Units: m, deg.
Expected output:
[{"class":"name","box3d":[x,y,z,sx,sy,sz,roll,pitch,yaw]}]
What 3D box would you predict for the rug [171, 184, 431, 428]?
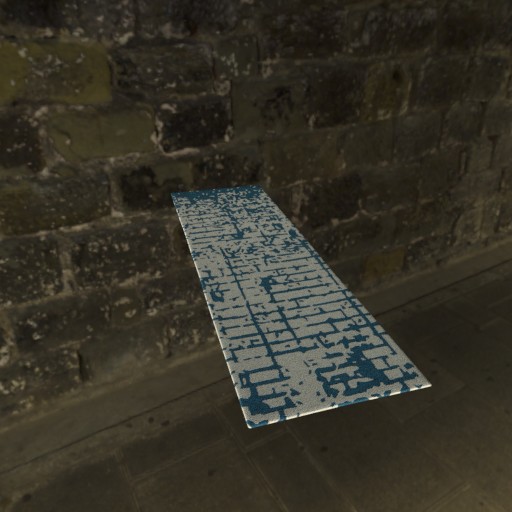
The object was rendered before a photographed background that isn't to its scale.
[{"class":"rug","box3d":[0.000,0.000,2.687,0.750,0.011,2.435,-8,30,-14]}]
